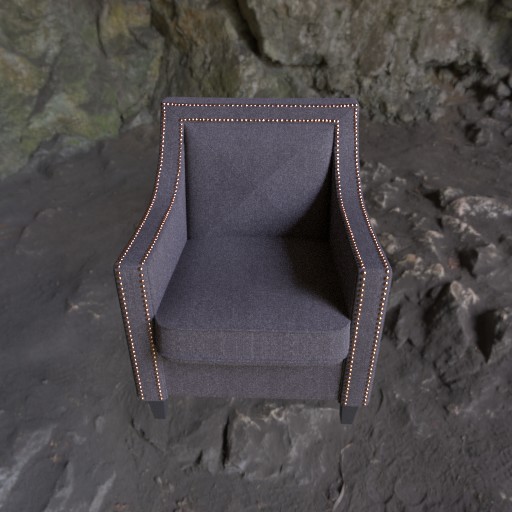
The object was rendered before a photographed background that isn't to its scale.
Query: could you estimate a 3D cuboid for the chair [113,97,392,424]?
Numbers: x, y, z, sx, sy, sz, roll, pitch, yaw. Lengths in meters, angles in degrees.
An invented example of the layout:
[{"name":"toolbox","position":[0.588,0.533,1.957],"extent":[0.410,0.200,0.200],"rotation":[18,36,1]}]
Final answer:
[{"name":"chair","position":[0.000,0.000,1.622],"extent":[0.776,0.967,0.884],"rotation":[1,30,2]}]
